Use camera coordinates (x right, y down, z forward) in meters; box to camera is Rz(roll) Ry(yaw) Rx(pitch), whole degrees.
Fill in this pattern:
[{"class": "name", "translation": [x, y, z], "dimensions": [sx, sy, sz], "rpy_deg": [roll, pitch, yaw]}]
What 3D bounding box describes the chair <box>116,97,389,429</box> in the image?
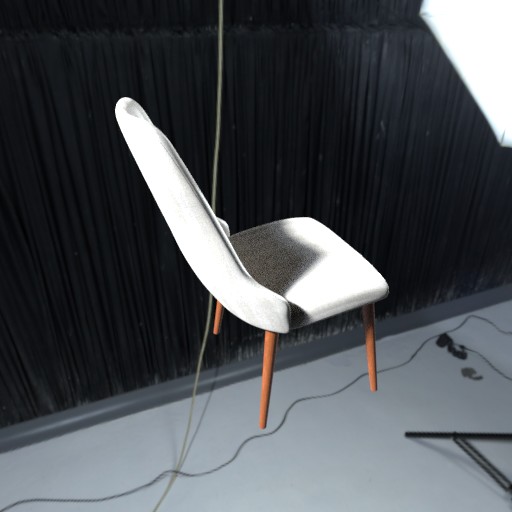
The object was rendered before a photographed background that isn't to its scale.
[{"class": "chair", "translation": [0.000, 0.000, 1.342], "dimensions": [0.684, 0.917, 0.526], "rpy_deg": [-11, 32, -19]}]
